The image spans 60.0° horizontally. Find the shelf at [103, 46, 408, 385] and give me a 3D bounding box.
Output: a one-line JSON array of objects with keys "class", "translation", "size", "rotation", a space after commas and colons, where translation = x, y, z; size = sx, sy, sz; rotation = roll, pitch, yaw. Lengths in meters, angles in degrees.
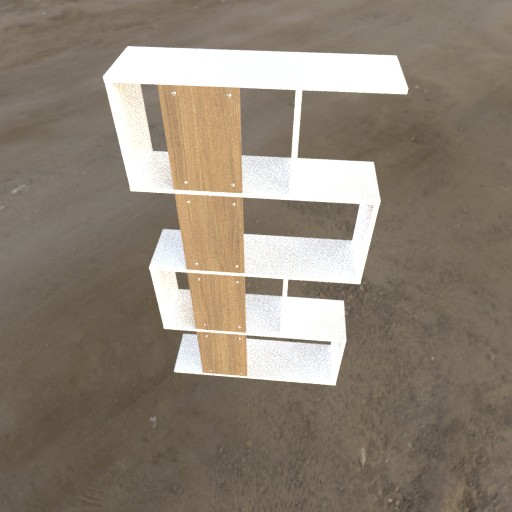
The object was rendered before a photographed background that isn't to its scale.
[{"class": "shelf", "translation": [0.000, 0.000, 1.950], "size": [0.890, 1.650, 0.250], "rotation": [4, 45, 4]}]
